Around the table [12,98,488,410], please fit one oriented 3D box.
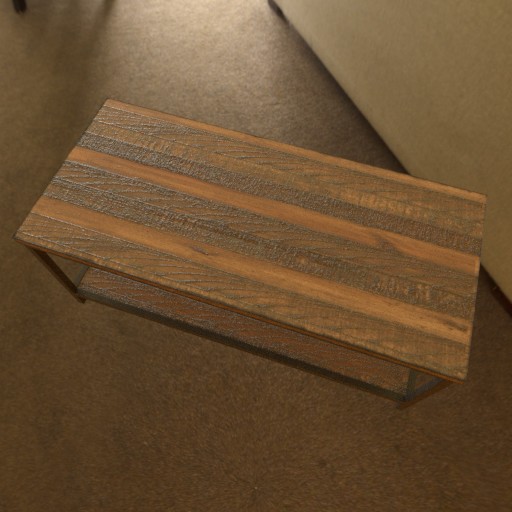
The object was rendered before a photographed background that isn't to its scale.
[{"bbox_3d":[0.000,0.000,1.185,0.990,0.399,0.452,17,64,8],"label":"table"}]
